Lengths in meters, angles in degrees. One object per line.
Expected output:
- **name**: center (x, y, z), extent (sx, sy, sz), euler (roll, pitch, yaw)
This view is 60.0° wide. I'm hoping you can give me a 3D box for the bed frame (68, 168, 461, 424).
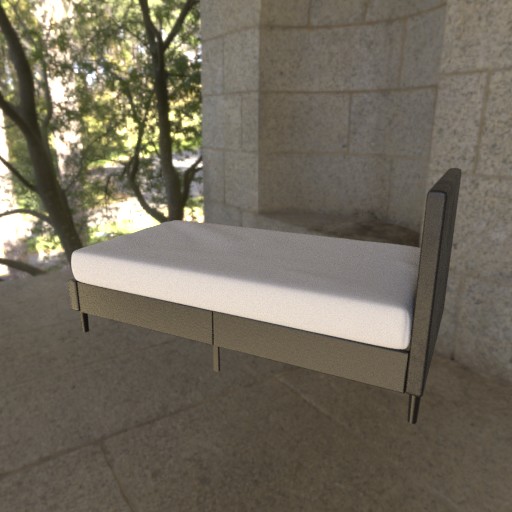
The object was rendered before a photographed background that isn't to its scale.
- **bed frame**: center (0.000, 0.000, 2.533), extent (2.152, 1.046, 1.038), euler (8, 18, 26)
